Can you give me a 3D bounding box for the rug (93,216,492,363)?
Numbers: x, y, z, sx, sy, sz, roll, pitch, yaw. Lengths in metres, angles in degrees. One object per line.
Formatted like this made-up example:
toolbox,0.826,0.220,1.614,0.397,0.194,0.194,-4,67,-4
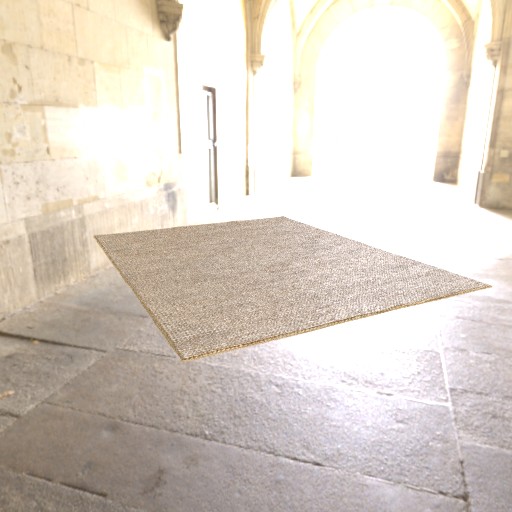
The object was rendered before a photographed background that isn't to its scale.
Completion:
rug,0.000,0.000,4.082,2.429,0.030,3.052,-8,18,-26
